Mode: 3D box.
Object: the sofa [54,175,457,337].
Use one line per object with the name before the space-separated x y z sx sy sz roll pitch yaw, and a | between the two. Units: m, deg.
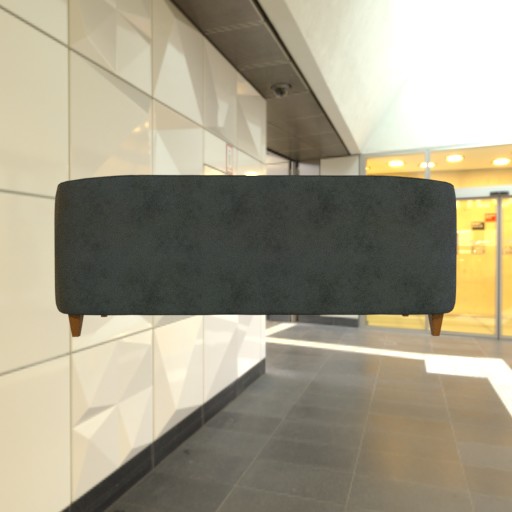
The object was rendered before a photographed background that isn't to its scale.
sofa | 0.000 0.000 2.742 2.278 0.855 0.941 0 1 -1
